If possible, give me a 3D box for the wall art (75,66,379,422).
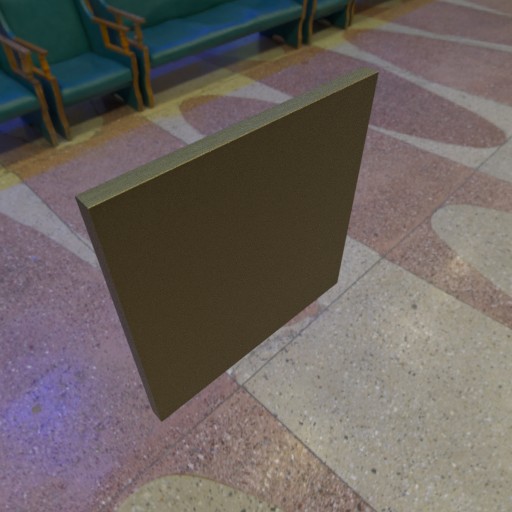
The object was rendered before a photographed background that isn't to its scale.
[{"bbox_3d":[0.000,0.000,0.767,0.503,0.506,0.031,-33,54,-29],"label":"wall art"}]
